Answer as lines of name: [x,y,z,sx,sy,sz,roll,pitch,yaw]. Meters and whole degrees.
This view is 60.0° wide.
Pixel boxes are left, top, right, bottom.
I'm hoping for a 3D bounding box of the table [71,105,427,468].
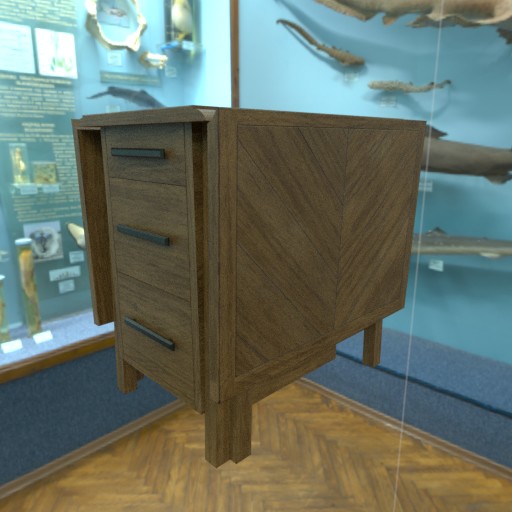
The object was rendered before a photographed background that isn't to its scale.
table: [0.000,0.000,1.275,0.746,0.763,0.591,-14,20,-42]
